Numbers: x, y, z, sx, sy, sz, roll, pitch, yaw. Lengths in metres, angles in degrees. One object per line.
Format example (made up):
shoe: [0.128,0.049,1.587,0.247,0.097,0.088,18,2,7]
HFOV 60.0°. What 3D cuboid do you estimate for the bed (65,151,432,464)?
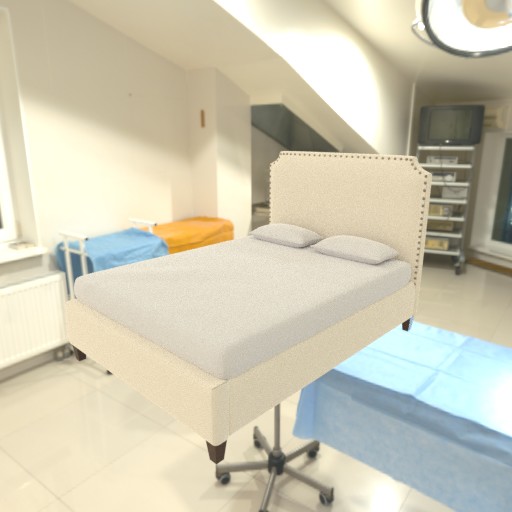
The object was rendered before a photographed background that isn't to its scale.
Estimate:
bed: [0.000,0.000,3.468,1.712,1.497,2.372,15,21,42]
